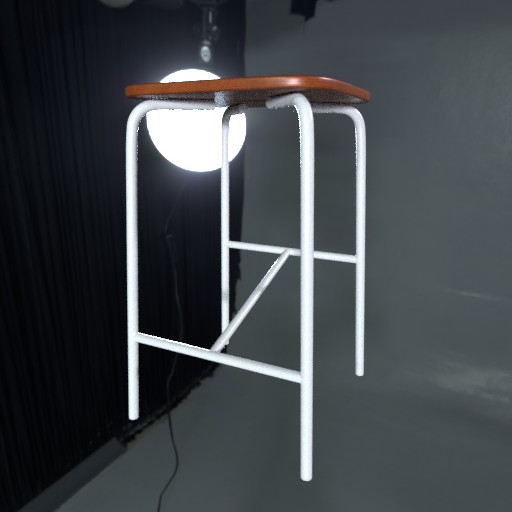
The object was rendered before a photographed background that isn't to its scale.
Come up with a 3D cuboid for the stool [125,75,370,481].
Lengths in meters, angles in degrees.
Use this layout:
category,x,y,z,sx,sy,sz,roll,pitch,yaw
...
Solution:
category,x,y,z,sx,sy,sz,roll,pitch,yaw
stool,0.000,0.000,0.868,0.376,0.610,0.376,7,17,25
